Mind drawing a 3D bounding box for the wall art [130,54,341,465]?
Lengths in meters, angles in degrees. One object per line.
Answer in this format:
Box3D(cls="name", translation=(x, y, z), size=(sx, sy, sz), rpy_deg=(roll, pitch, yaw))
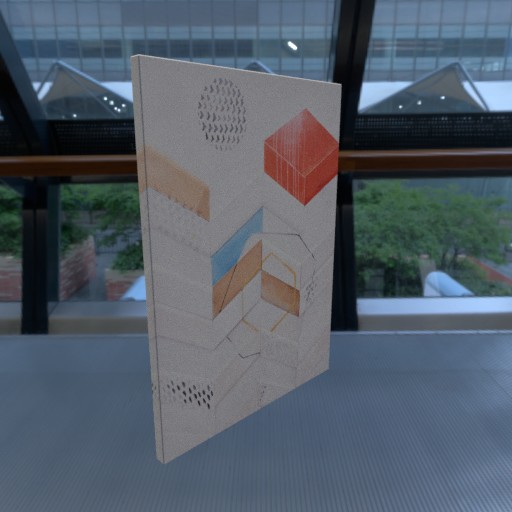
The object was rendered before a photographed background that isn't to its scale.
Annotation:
Box3D(cls="wall art", translation=(0.000, 0.000, 1.102), size=(0.613, 0.848, 0.036), rpy_deg=(-14, 20, -43))
